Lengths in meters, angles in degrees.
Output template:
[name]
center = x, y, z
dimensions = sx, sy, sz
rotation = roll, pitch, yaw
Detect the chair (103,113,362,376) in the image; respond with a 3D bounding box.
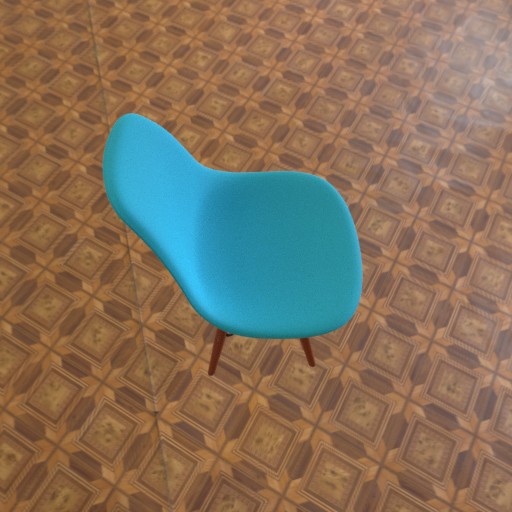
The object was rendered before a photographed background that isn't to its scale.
[chair]
center = 0.000, 0.000, 1.146
dimensions = 0.533, 0.826, 0.470
rotation = -2, 63, -1
